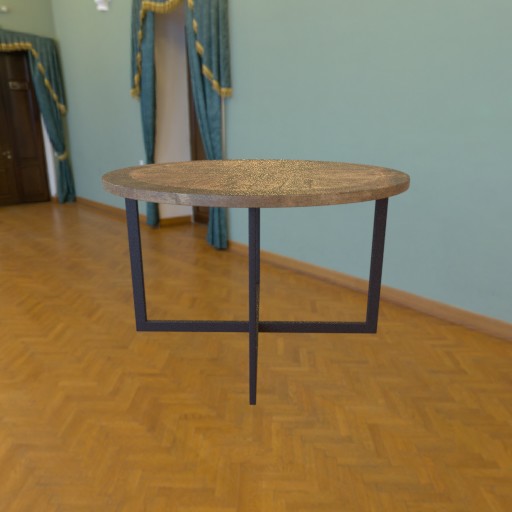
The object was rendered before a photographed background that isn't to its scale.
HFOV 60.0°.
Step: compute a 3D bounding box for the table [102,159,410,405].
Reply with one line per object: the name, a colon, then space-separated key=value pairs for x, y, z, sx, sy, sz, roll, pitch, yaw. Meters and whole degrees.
table: x=0.000 y=0.000 z=2.024 sx=1.264 sy=0.762 sz=1.264 roll=0 pitch=17 yaw=0
